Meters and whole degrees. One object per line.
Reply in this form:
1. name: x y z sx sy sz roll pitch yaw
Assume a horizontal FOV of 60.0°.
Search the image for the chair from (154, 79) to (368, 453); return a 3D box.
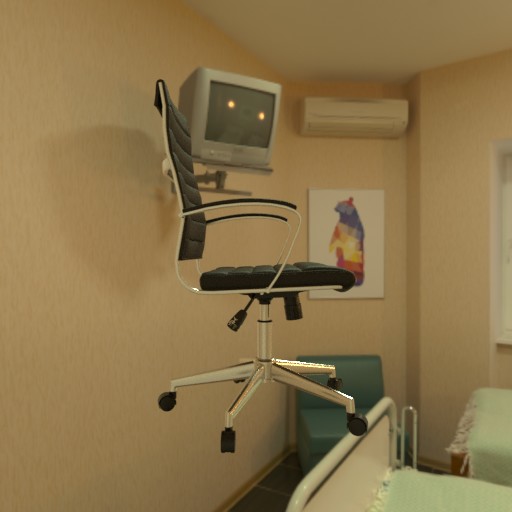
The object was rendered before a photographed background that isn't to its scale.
1. chair: 0.000 0.000 1.650 0.739 1.149 0.766 0 0 1
